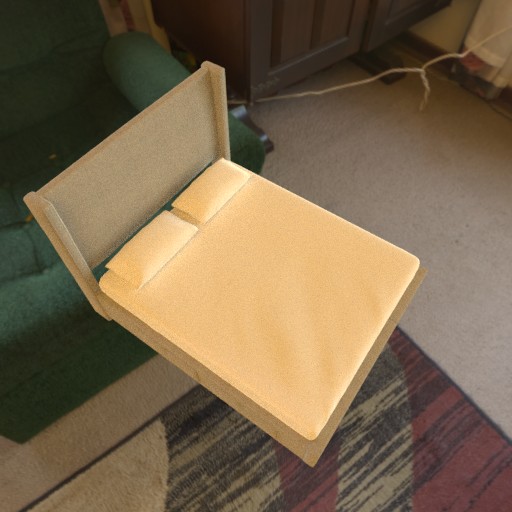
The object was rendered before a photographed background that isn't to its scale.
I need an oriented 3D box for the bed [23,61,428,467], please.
[{"bbox_3d":[0.000,0.000,3.333,2.222,1.491,1.774,30,61,19],"label":"bed"}]
